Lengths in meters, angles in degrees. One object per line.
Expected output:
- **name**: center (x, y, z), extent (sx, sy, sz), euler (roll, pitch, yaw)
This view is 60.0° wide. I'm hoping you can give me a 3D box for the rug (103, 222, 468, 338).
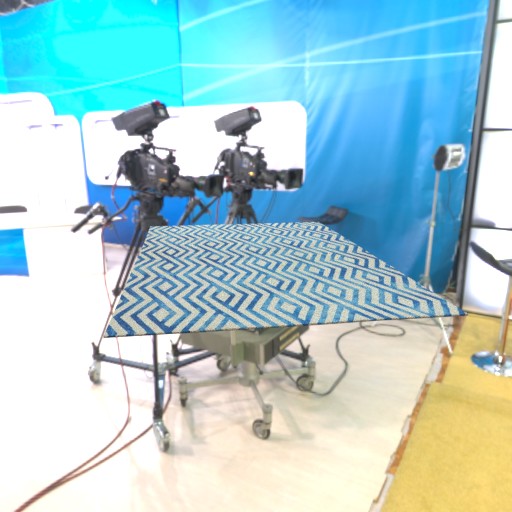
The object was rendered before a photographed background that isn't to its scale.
- **rug**: center (0.000, 0.000, 2.323), extent (1.225, 0.008, 1.830), euler (-2, 15, -8)
